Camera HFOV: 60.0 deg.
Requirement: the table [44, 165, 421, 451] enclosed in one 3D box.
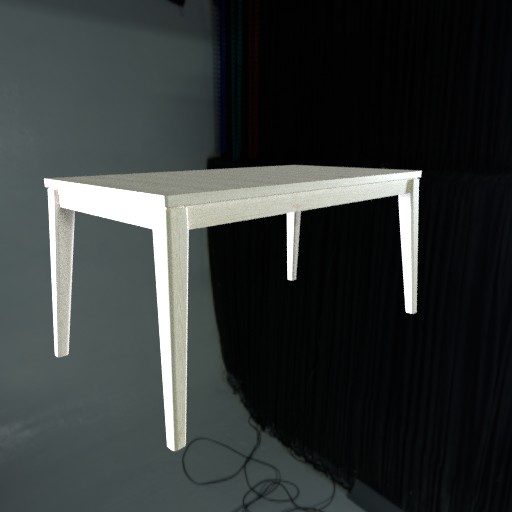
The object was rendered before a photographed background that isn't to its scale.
[{"bbox_3d":[0.000,0.000,2.088,0.900,0.760,1.600,14,20,43],"label":"table"}]
